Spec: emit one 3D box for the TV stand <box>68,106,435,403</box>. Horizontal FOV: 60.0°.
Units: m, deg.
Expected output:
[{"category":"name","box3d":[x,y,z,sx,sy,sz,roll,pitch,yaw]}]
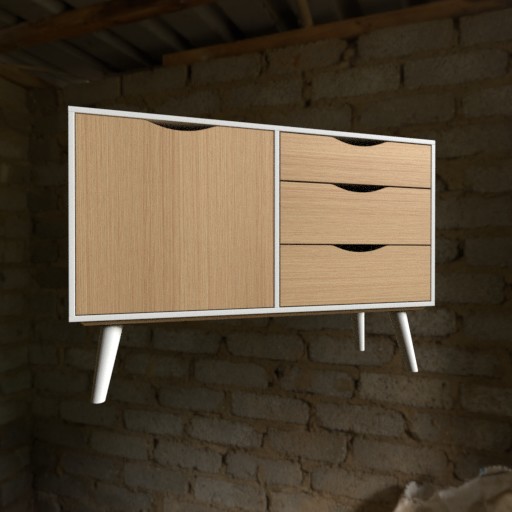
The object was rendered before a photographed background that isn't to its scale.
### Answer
[{"category":"TV stand","box3d":[0.000,0.000,1.571,1.193,0.812,0.406,0,0,-18]}]
